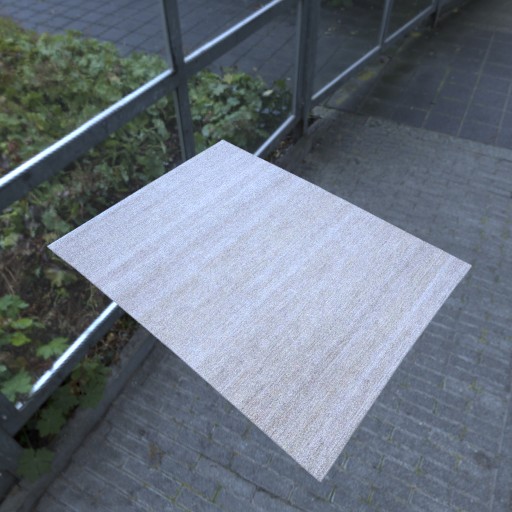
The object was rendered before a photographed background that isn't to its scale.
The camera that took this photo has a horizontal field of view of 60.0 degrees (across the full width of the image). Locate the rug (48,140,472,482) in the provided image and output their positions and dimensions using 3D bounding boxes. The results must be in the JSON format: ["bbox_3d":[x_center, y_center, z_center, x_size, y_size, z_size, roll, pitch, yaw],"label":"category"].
[{"bbox_3d":[0.000,0.000,4.218,3.245,0.046,2.467,33,55,26],"label":"rug"}]
